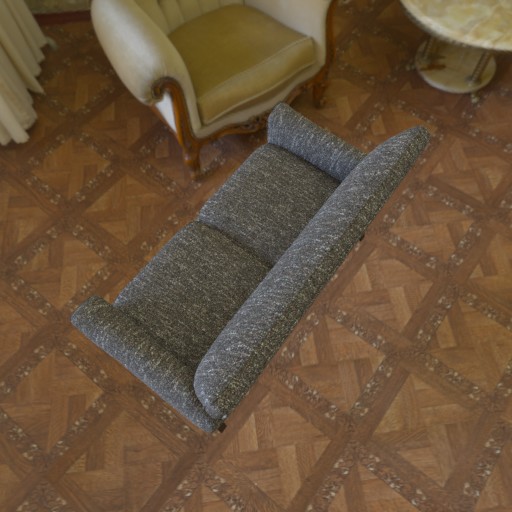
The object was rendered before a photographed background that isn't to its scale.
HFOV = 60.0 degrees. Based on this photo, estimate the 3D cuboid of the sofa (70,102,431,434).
[{"bbox_3d":[0.000,0.000,2.116,0.801,0.946,1.519,33,68,16],"label":"sofa"}]
